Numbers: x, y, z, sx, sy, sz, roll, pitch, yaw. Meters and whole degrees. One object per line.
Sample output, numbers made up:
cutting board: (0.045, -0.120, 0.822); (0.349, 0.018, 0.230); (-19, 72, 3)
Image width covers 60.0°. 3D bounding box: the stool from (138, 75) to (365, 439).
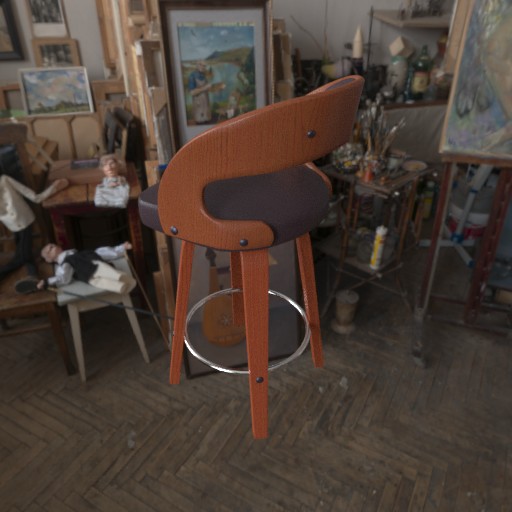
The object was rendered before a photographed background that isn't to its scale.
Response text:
stool: (0.000, 0.000, 1.194); (0.457, 0.940, 0.457); (22, 39, 30)
